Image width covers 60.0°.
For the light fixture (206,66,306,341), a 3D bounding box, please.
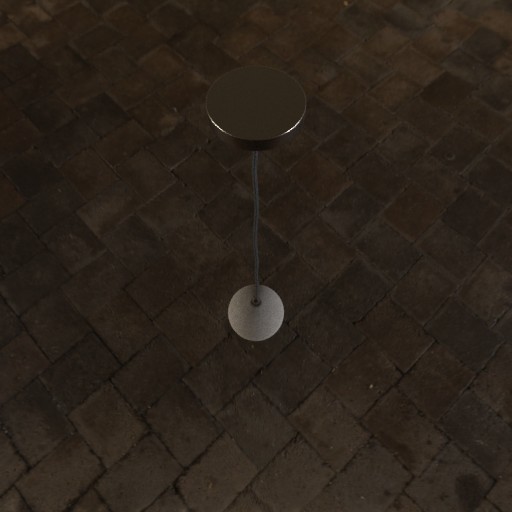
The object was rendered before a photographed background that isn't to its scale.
[{"bbox_3d":[0.000,0.000,0.828,0.139,0.764,0.139,31,67,14],"label":"light fixture"}]
